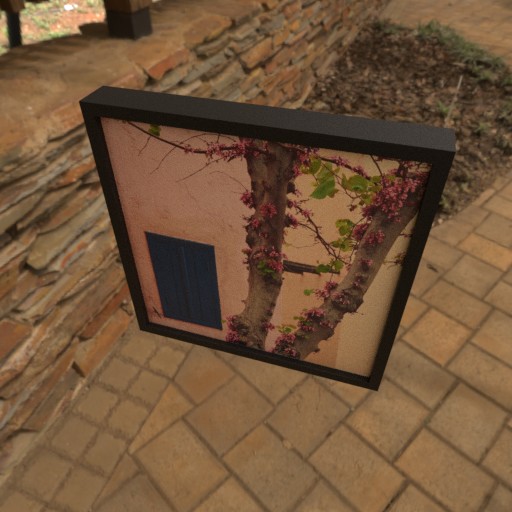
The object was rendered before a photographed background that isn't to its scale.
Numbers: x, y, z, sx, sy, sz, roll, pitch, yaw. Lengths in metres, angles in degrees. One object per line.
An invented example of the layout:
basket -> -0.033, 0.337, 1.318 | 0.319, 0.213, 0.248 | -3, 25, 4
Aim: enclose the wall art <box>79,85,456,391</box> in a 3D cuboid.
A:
wall art -> 0.000, 0.000, 0.457 | 0.305, 0.304, 0.038 | 11, 42, 13
